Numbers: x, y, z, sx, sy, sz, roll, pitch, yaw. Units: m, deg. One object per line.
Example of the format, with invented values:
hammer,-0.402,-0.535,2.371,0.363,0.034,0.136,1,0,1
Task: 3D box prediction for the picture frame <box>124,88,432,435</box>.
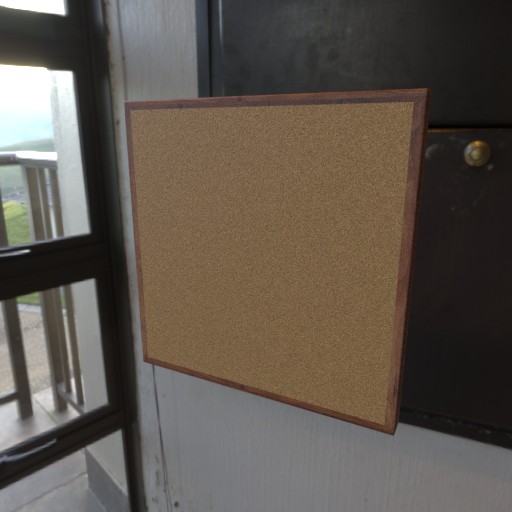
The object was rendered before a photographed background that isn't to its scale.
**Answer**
picture frame,0.000,0.000,0.524,0.352,0.356,0.028,8,17,26
